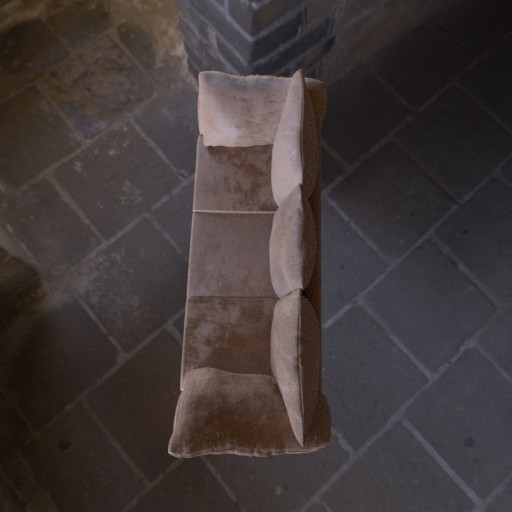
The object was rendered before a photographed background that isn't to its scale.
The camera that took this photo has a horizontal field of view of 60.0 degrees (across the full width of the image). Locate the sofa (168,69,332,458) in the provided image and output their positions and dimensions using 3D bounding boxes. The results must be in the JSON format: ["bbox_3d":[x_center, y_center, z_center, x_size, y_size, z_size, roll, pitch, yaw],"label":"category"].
[{"bbox_3d":[0.000,0.000,2.908,0.893,0.981,2.377,2,76,0],"label":"sofa"}]
